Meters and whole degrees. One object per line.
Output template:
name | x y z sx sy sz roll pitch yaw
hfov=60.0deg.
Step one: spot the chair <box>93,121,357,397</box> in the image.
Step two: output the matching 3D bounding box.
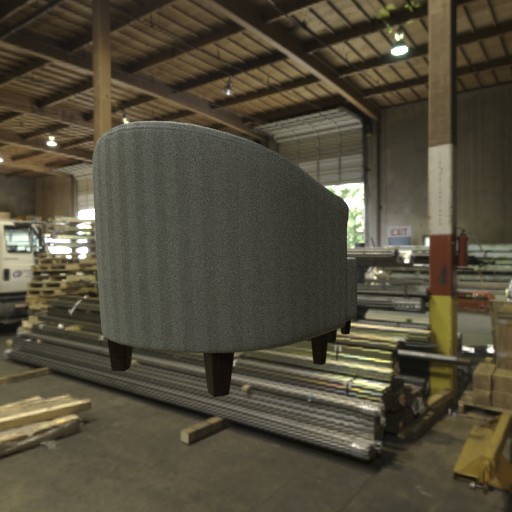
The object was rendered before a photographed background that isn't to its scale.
chair | 0.000 0.000 1.750 0.756 0.757 1.288 1 1 36
